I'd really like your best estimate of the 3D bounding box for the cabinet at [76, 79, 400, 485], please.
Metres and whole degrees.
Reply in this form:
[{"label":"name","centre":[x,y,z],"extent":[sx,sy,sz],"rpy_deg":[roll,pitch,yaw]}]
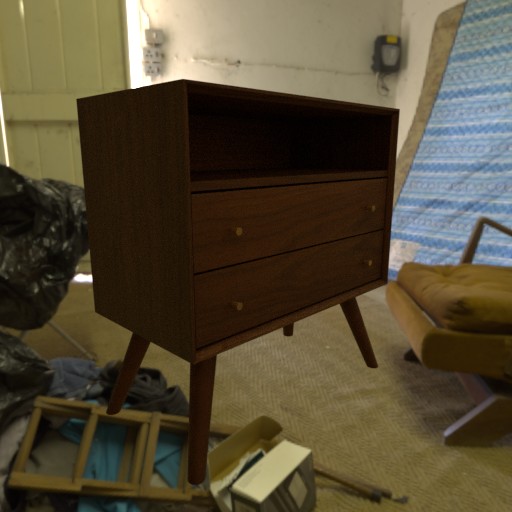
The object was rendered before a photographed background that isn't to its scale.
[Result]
[{"label":"cabinet","centre":[0.000,0.000,1.151],"extent":[0.388,0.748,0.712],"rpy_deg":[13,18,43]}]
